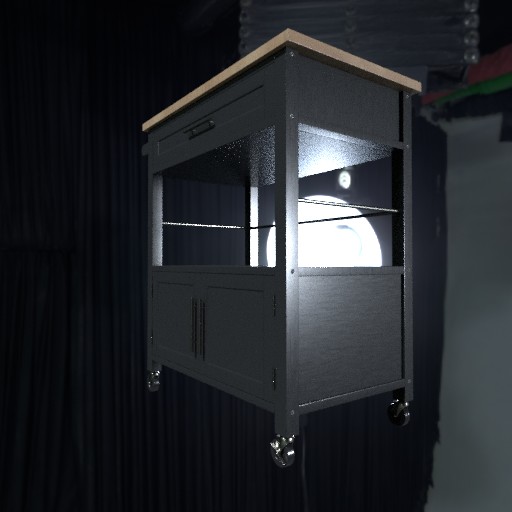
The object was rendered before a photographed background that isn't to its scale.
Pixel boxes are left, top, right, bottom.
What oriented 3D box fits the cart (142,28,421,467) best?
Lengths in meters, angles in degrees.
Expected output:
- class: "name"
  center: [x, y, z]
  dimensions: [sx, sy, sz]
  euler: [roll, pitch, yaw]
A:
- class: "cart"
  center: [0.000, 0.000, 1.357]
  dimensions: [0.459, 0.901, 0.840]
  euler: [1, -1, -36]
